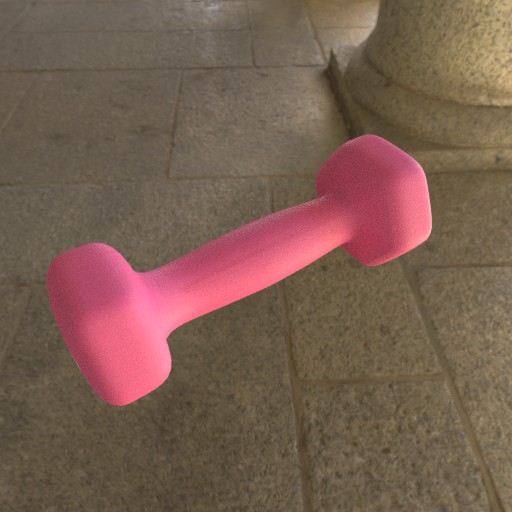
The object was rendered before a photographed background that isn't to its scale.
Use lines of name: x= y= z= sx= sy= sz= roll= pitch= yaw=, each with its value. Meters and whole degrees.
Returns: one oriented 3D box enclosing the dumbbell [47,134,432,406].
dumbbell: x=0.000 y=0.000 z=0.171 sx=0.146 sy=0.053 sz=0.058 roll=-25 pitch=52 yaw=-21
